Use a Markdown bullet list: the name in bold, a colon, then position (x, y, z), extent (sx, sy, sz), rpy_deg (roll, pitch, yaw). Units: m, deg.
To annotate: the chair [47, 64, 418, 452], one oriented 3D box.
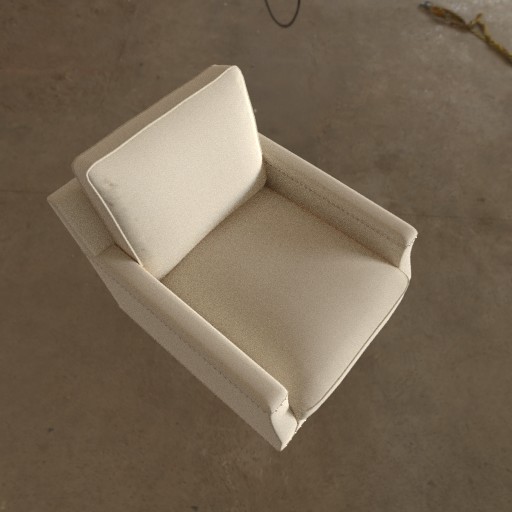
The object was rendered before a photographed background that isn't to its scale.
- **chair**: position (0.000, 0.000, 1.652), extent (1.014, 0.943, 0.853), rpy_deg (36, 65, 20)
